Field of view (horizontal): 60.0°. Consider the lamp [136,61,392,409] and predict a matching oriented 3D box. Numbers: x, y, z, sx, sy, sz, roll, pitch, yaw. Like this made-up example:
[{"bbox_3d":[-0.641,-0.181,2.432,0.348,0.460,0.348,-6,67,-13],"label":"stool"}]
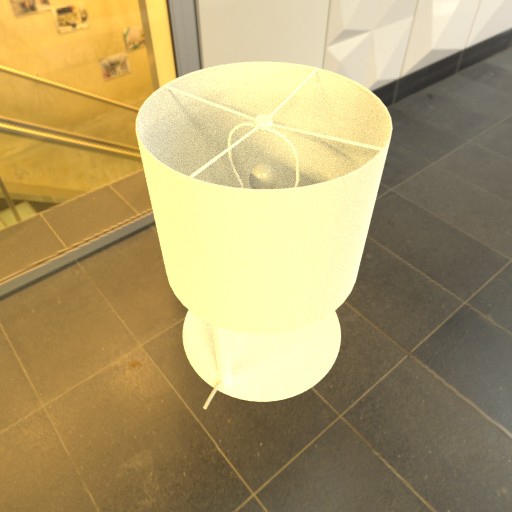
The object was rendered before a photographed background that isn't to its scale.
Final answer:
[{"bbox_3d":[0.000,0.000,0.678,0.299,0.454,0.341,23,50,21],"label":"lamp"}]
